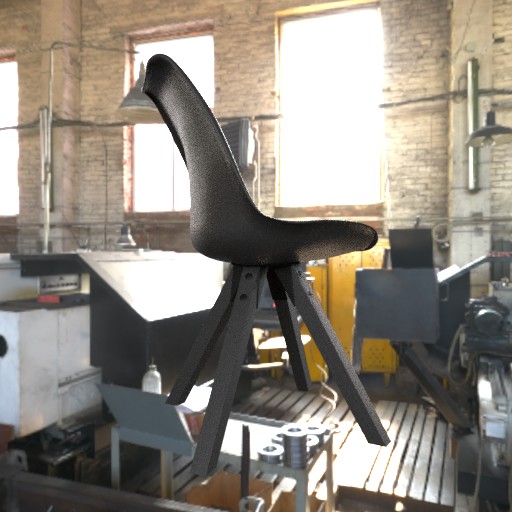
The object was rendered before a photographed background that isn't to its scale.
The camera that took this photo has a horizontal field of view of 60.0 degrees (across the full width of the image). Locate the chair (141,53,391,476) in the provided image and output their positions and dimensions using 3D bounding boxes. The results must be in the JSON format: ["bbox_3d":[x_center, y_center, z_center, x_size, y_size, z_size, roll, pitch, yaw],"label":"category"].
[{"bbox_3d":[0.000,0.000,1.119,0.550,0.850,0.485,0,1,-18],"label":"chair"}]
